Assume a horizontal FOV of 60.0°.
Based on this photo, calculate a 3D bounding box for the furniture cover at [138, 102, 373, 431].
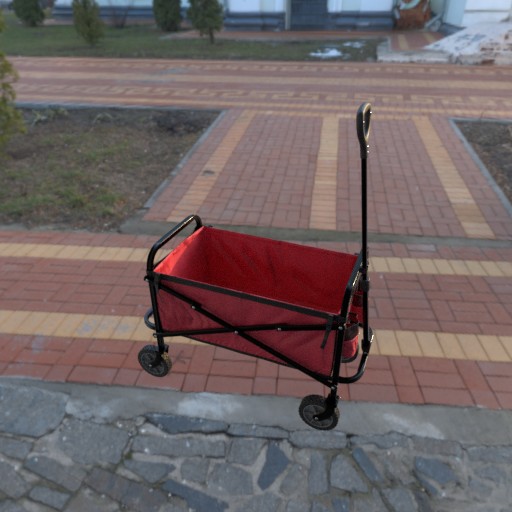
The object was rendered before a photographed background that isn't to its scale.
[{"bbox_3d":[0.000,0.000,1.859,1.038,1.295,0.532,12,33,19],"label":"furniture cover"}]
